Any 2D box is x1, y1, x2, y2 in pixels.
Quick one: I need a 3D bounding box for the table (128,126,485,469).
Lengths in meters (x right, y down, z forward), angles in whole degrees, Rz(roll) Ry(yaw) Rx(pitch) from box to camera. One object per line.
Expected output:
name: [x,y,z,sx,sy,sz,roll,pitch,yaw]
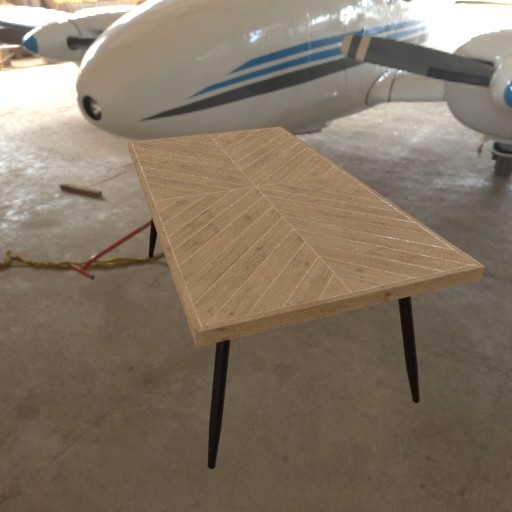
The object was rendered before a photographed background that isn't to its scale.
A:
table: [0.000,0.000,2.271,0.991,0.762,1.803,-11,33,-17]
